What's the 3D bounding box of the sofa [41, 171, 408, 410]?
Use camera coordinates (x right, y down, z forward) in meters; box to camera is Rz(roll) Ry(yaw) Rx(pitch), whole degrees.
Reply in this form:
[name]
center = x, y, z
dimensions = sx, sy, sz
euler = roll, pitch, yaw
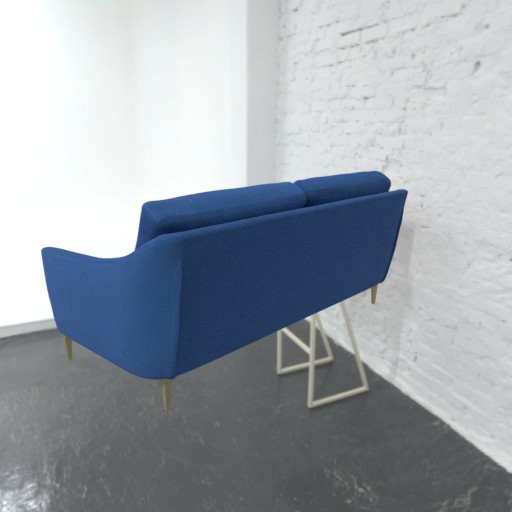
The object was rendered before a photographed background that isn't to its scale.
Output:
[sofa]
center = 0.000, 0.000, 2.557
dimensions = 0.960, 0.903, 2.036
euler = 15, 22, 43
